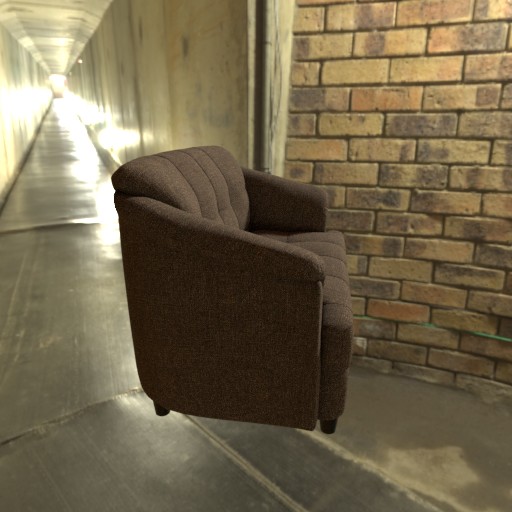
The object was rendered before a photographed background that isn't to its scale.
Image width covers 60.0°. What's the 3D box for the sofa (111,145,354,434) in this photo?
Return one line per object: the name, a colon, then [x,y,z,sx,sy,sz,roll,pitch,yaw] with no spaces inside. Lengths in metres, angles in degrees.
sofa: [0.000,0.000,1.934,0.799,0.895,1.404,3,17,9]
